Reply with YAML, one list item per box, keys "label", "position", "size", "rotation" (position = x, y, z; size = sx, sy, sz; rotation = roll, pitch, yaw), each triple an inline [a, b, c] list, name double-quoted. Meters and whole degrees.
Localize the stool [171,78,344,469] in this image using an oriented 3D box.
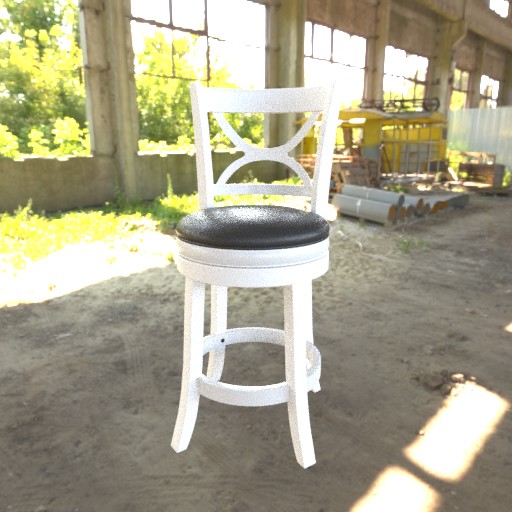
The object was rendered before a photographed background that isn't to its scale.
- label: "stool"
  position: [0.000, 0.000, 1.234]
  size: [0.444, 0.953, 0.508]
  rotation: [2, 14, 9]
